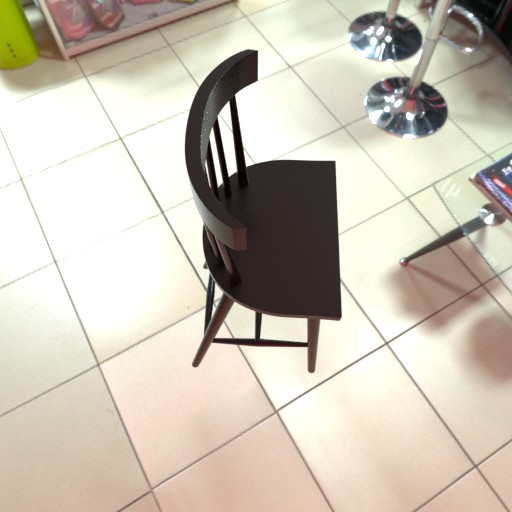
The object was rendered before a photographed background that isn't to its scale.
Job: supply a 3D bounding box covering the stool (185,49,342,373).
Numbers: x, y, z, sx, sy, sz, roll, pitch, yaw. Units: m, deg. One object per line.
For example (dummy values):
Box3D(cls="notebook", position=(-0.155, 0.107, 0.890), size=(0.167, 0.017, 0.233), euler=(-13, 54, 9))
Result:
Box3D(cls="stool", position=(0.000, 0.000, 1.341), size=(0.483, 1.092, 0.482), euler=(2, 63, 1))
